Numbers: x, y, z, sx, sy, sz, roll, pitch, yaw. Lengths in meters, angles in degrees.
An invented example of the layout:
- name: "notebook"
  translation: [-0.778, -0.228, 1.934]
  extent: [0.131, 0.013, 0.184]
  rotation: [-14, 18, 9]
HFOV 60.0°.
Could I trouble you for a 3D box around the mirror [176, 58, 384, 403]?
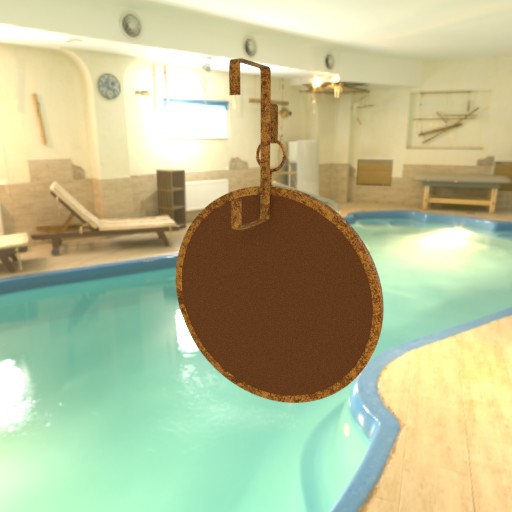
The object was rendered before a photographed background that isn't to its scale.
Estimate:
- name: "mirror"
  translation: [0.000, 0.000, 0.812]
  extent: [0.447, 0.651, 0.144]
  rotation: [8, 17, 26]
